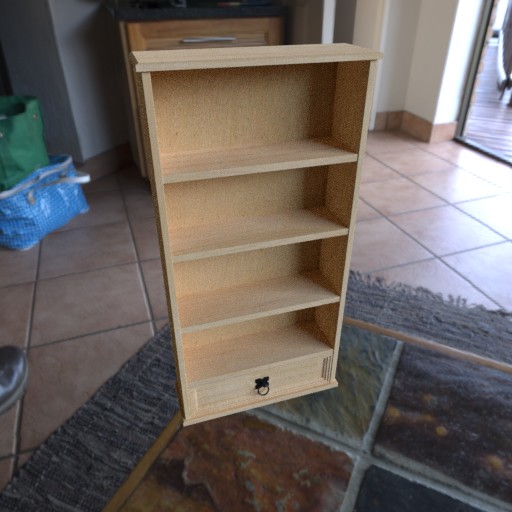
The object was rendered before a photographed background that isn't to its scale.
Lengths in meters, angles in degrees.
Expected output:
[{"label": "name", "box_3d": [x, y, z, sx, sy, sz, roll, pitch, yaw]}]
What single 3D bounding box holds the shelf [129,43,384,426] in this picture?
[{"label": "shelf", "box_3d": [0.000, 0.000, 1.221, 0.520, 1.030, 0.175, -10, 33, -15]}]
